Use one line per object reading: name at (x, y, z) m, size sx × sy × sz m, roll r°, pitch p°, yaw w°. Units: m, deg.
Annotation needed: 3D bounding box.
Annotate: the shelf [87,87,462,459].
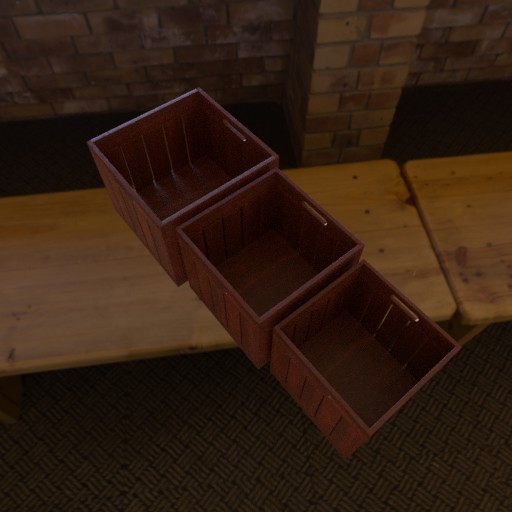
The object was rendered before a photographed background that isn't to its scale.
shelf at (0.000, 0.000, 1.248) m, size 0.393 × 0.311 × 1.064 m, roll -34°, pitch 63°, yaw -20°
